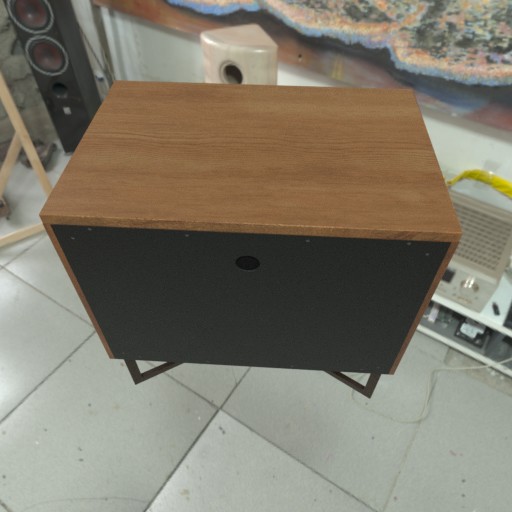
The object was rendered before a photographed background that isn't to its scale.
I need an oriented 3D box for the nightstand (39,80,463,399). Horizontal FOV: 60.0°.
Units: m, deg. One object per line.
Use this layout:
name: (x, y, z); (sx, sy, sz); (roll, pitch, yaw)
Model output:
nightstand: (0.000, 0.000, 1.008); (0.613, 0.615, 0.427); (3, 48, 2)
